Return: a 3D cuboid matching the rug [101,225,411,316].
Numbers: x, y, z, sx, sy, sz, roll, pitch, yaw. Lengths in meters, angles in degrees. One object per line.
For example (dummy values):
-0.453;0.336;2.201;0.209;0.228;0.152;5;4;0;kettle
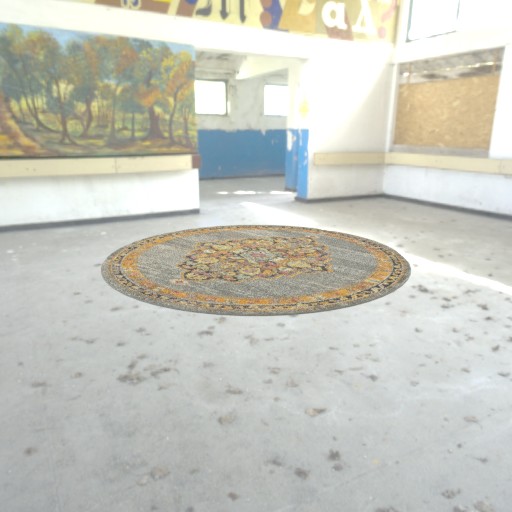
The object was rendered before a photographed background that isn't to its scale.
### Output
0.000;0.000;3.588;2.382;0.014;2.382;0;16;0;rug
